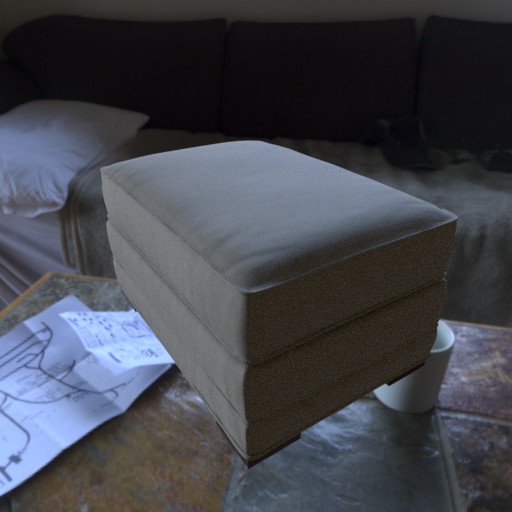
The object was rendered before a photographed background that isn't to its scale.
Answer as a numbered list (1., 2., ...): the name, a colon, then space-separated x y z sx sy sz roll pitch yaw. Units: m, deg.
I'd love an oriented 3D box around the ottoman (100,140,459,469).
1. ottoman: 0.000 0.000 1.239 0.611 0.482 0.848 -18 33 -29
